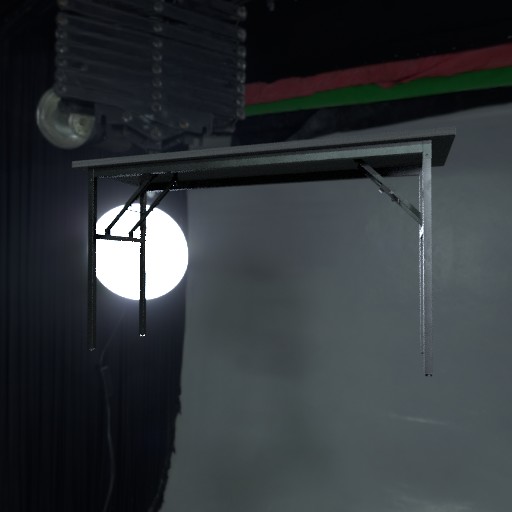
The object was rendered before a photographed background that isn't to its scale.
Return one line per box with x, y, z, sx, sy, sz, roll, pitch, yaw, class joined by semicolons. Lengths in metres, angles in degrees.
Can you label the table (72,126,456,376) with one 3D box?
0.000;0.000;1.738;1.399;0.750;0.449;0;-1;19;table
